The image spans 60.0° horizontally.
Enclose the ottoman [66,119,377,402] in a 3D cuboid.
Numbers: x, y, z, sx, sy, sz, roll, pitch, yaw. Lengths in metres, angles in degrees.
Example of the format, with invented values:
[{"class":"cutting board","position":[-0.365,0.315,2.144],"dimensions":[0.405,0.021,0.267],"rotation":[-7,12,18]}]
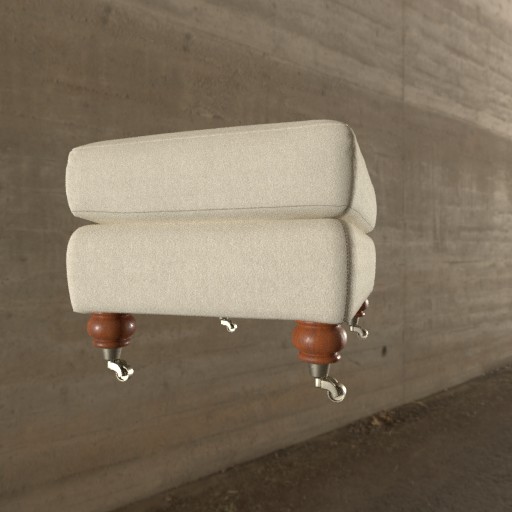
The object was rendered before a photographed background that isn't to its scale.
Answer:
[{"class":"ottoman","position":[0.000,0.000,1.129],"dimensions":[0.569,0.499,0.773],"rotation":[0,0,18]}]
